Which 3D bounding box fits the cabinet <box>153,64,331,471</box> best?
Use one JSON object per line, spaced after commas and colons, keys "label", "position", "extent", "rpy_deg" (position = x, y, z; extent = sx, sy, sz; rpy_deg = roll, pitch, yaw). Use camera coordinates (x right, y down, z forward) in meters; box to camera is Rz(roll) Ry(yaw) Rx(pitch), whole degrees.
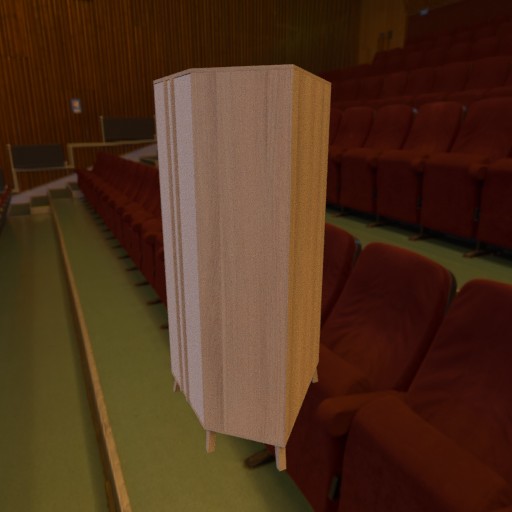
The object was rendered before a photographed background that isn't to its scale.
{"label": "cabinet", "position": [0.000, 0.000, 2.636], "extent": [0.969, 1.957, 1.272], "rpy_deg": [-8, 19, -25]}
